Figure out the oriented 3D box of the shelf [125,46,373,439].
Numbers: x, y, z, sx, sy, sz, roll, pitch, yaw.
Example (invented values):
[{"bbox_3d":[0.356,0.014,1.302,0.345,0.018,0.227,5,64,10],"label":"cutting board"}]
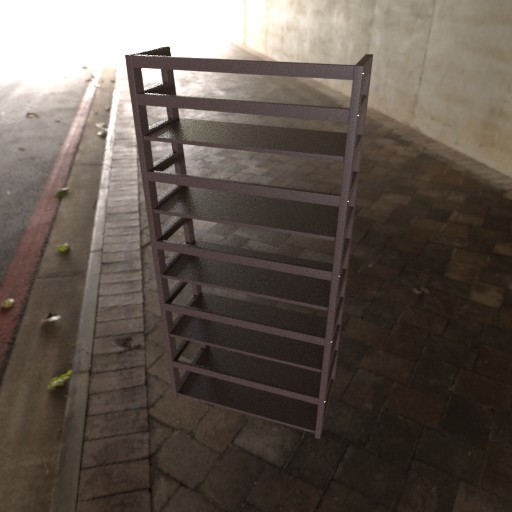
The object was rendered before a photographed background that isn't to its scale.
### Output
[{"bbox_3d":[0.000,0.000,1.901,0.763,1.600,0.403,10,33,16],"label":"shelf"}]
